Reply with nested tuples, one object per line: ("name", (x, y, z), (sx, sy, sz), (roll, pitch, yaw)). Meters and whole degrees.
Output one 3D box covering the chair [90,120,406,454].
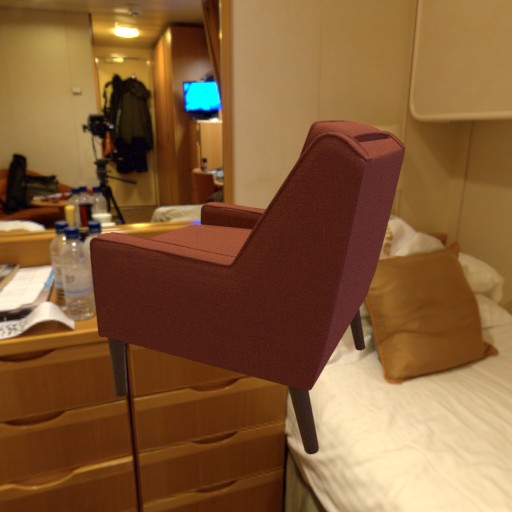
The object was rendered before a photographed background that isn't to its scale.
("chair", (0.000, 0.000, 1.392), (0.770, 0.812, 0.680), (7, 18, 23))
